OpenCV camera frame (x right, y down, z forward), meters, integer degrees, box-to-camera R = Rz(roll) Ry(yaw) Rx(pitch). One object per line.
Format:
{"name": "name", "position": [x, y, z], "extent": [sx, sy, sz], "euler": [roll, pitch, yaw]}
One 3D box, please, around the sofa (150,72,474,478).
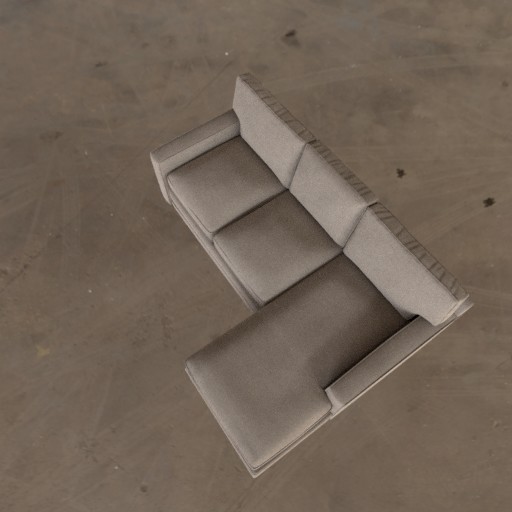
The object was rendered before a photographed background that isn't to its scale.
{"name": "sofa", "position": [0.000, 0.000, 2.845], "extent": [1.496, 0.861, 2.087], "euler": [-32, 67, -15]}
